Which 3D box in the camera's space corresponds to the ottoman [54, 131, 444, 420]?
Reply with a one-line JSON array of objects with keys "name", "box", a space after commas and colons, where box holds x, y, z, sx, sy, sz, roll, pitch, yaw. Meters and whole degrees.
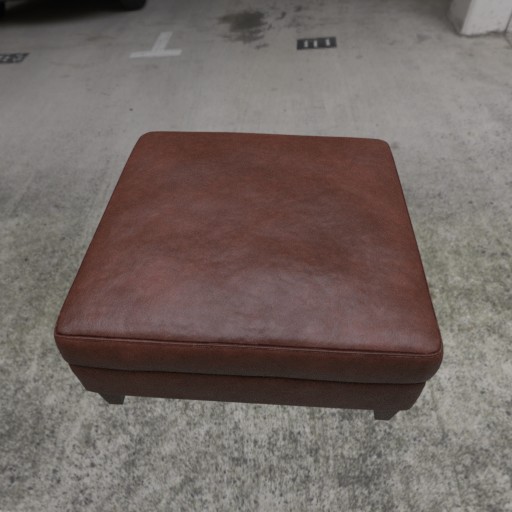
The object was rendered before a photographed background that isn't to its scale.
[{"name": "ottoman", "box": [0.000, 0.000, 1.288, 0.836, 0.415, 0.844, 3, 47, 2]}]
